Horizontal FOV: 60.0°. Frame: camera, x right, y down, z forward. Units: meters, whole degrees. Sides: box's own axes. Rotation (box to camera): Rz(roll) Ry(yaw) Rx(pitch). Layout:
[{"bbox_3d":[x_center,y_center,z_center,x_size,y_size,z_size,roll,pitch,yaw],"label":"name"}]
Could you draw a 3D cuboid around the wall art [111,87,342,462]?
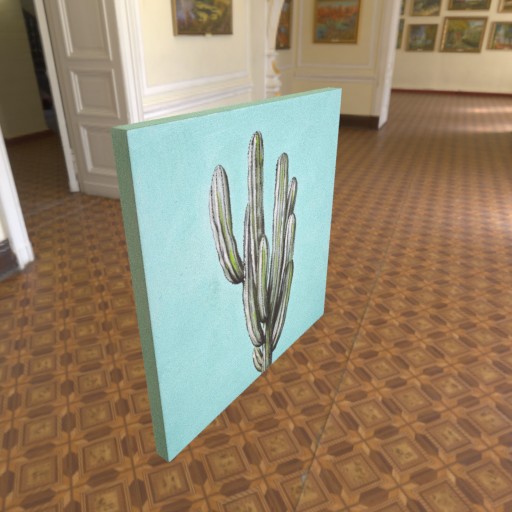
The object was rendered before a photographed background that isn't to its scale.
[{"bbox_3d":[0.000,0.000,1.623,0.070,1.073,1.071,18,32,31],"label":"wall art"}]
